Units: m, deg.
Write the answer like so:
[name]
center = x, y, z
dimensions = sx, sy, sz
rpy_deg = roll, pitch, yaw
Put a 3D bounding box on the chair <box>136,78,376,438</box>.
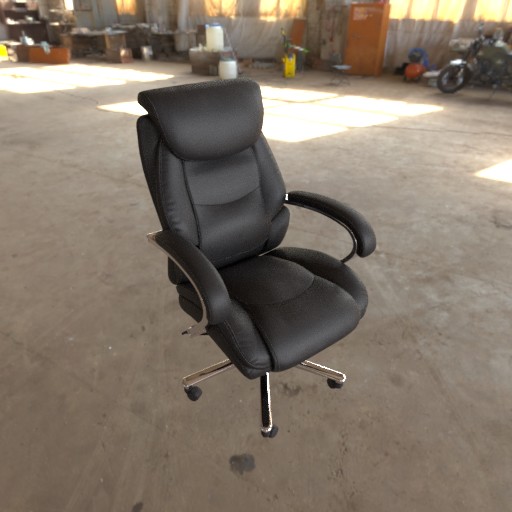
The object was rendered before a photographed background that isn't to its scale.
[chair]
center = 0.000, 0.000, 1.719
dimensions = 0.755, 1.183, 0.790
rpy_deg = -21, 36, -32
